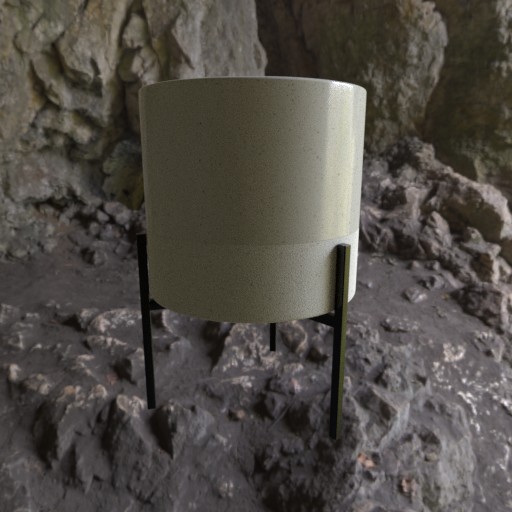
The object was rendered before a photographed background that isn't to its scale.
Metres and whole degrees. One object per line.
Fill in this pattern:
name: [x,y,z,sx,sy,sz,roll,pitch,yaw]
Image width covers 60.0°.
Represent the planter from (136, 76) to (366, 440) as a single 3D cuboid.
planter: [0.000,0.000,0.329,0.159,0.230,0.152,13,19,43]
